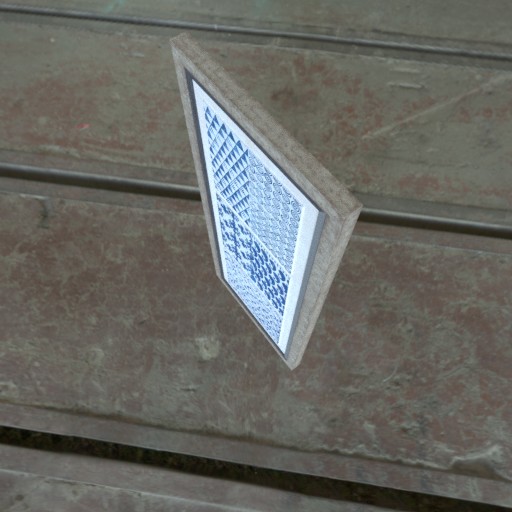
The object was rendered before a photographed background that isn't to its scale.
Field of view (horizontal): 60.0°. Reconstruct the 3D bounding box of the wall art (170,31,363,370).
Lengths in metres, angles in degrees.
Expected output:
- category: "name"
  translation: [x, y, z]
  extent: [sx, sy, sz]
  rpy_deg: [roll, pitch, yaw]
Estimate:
- category: "wall art"
  translation: [0.000, 0.000, 1.652]
  extent: [0.051, 1.461, 0.648]
  rpy_deg: [-34, 69, -15]
